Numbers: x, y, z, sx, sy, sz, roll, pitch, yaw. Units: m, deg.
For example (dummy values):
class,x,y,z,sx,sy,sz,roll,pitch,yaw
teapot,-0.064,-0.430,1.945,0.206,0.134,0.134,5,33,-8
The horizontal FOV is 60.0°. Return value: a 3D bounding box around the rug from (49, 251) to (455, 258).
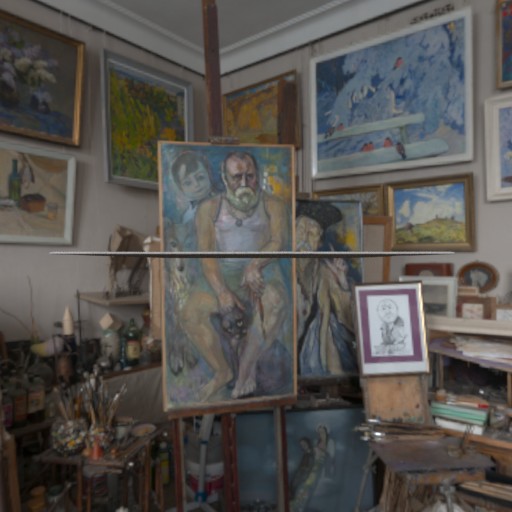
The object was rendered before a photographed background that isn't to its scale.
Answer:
class,x,y,z,sx,sy,sz,roll,pitch,yaw
rug,0.000,0.000,4.334,2.448,0.020,3.359,0,-1,1
